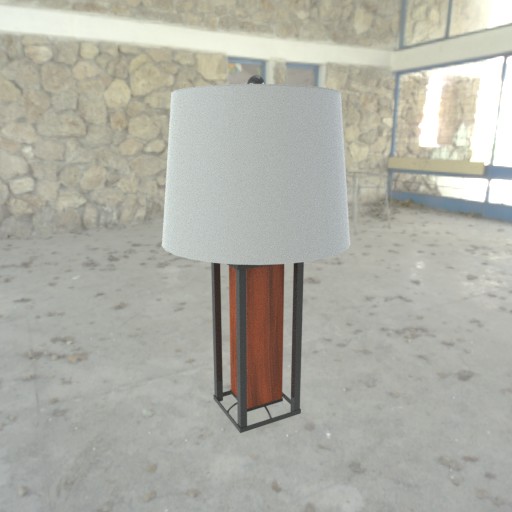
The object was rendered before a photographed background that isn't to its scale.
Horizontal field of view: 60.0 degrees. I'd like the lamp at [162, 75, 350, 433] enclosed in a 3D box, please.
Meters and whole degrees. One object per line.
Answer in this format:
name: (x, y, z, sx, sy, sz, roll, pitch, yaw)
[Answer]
lamp: (0.000, 0.000, 0.774, 0.320, 0.591, 0.320, 0, 14, 0)
